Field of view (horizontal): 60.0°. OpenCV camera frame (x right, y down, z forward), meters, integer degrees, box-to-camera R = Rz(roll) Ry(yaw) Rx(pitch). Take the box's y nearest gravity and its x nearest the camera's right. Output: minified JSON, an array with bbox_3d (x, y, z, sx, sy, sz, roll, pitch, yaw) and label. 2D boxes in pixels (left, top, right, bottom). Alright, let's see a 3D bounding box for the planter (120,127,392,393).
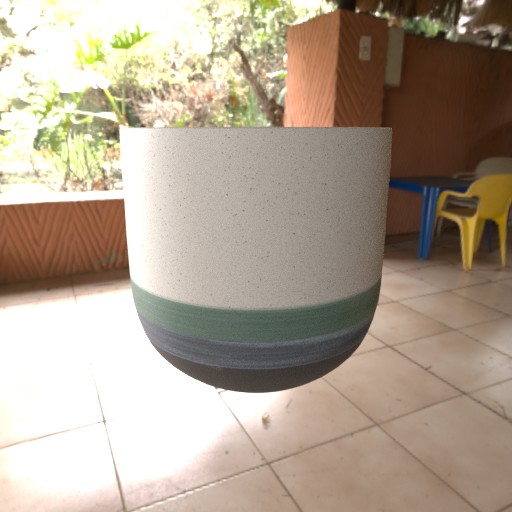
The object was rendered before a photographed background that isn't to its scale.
[{"bbox_3d":[0.000,0.000,0.486,0.268,0.270,0.268,0,16,0],"label":"planter"}]
